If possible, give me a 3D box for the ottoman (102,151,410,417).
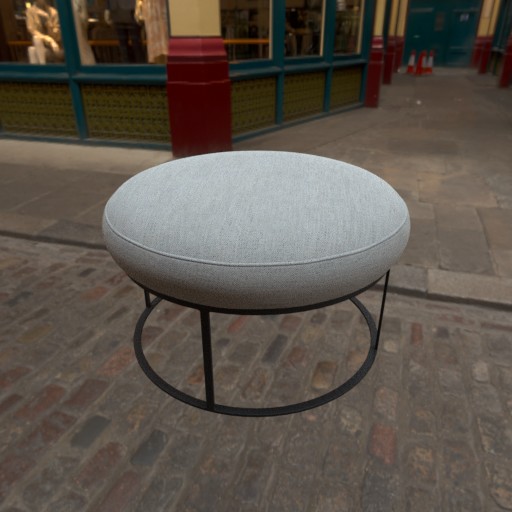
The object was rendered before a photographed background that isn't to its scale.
[{"bbox_3d":[0.000,0.000,1.216,0.769,0.459,0.769,0,27,0],"label":"ottoman"}]
